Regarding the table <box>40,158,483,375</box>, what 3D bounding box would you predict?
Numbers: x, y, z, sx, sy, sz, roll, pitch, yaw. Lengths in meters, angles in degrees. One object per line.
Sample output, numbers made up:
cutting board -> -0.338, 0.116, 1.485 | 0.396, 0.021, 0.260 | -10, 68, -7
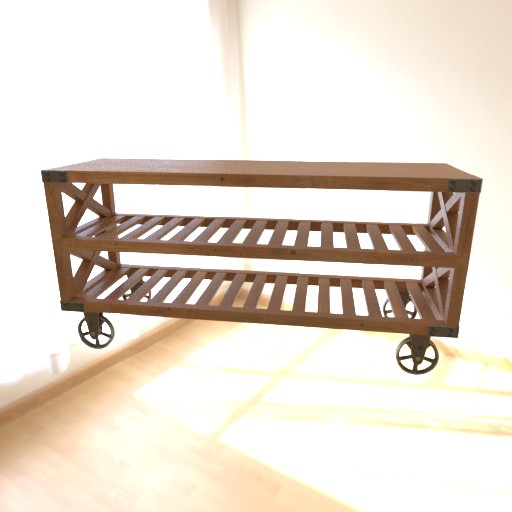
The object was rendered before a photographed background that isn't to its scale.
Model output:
table -> 0.000, 0.000, 1.783 | 1.487, 0.711, 0.467 | 3, 18, 8
